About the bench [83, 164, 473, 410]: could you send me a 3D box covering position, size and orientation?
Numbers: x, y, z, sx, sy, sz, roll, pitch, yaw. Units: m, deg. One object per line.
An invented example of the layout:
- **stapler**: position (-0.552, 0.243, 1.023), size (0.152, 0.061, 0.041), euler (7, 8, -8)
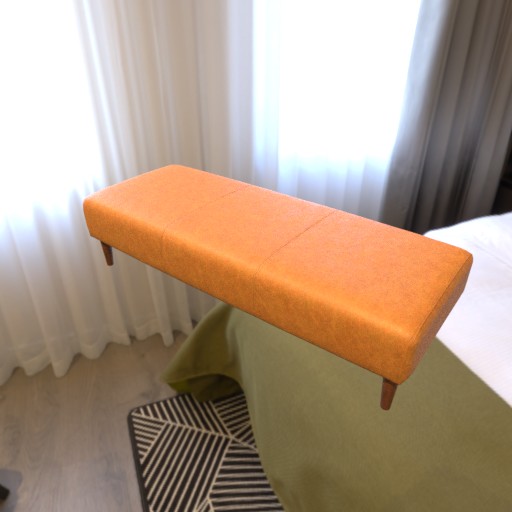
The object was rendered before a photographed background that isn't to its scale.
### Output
- **bench**: position (0.000, 0.000, 1.947), size (1.610, 0.399, 0.653), euler (22, 37, 31)
